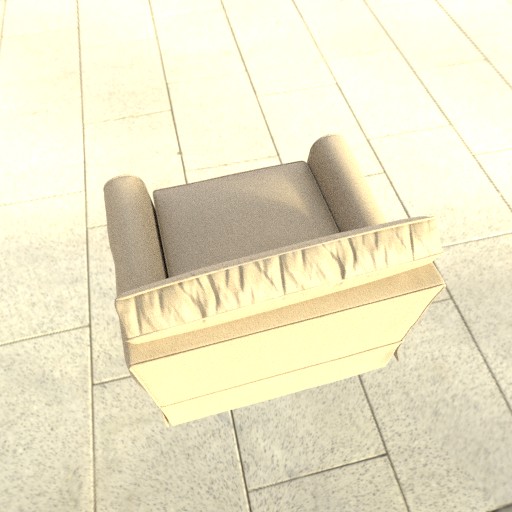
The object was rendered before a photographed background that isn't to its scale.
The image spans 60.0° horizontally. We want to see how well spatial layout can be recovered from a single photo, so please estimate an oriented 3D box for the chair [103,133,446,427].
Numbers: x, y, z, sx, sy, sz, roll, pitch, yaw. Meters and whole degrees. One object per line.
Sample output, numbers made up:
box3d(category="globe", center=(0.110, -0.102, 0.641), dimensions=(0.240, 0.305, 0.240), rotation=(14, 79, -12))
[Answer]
box3d(category="chair", center=(0.000, 0.000, 1.776), dimensions=(1.096, 0.937, 0.903), rotation=(-13, 59, -8))
